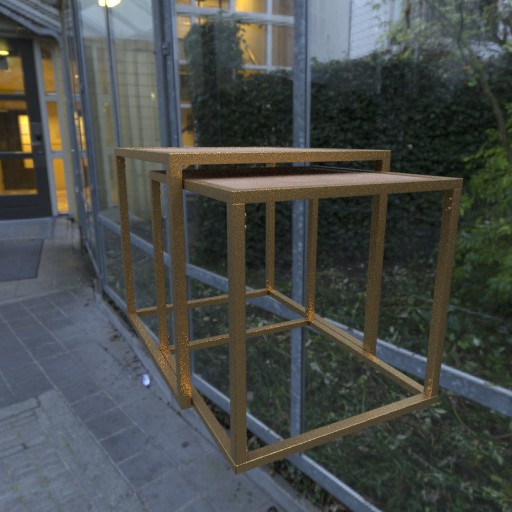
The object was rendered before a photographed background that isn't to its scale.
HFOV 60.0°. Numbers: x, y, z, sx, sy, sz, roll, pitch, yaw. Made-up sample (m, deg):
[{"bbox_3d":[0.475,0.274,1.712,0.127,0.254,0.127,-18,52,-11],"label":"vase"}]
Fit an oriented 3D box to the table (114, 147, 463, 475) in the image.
[{"bbox_3d":[0.000,0.000,1.080,0.505,0.505,0.762,-7,16,-26],"label":"table"}]
